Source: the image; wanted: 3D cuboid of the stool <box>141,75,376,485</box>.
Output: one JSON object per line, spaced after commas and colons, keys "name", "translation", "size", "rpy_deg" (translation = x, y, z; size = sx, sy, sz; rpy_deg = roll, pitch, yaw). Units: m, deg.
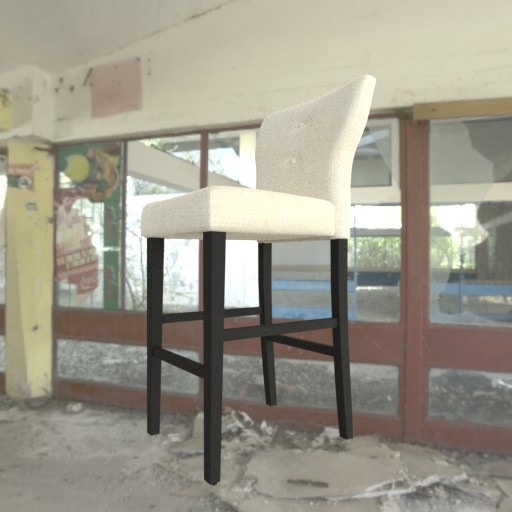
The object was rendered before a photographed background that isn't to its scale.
{"name": "stool", "translation": [0.000, 0.000, 1.404], "size": [0.603, 1.124, 0.516], "rpy_deg": [0, -1, -36]}
